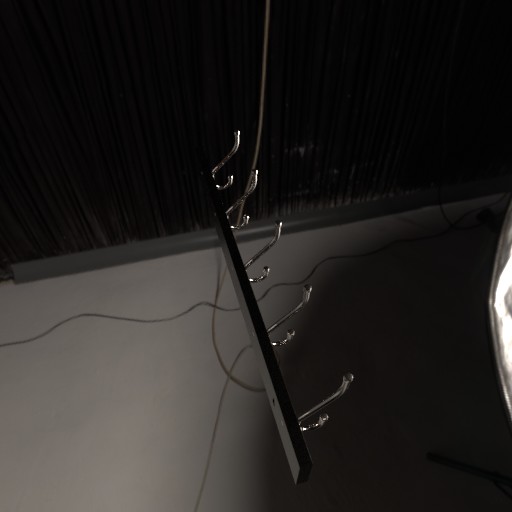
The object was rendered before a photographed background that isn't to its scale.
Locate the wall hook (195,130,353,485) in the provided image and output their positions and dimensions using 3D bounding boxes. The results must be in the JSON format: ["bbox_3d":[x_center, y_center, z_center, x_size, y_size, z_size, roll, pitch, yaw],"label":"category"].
[{"bbox_3d":[0.000,0.000,0.631,0.071,0.117,0.571,-12,49,-10],"label":"wall hook"}]
